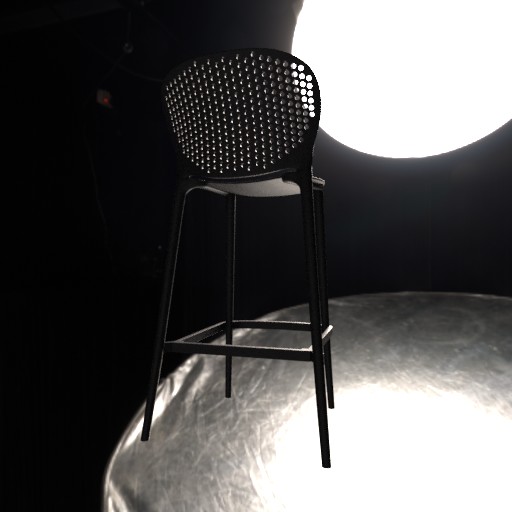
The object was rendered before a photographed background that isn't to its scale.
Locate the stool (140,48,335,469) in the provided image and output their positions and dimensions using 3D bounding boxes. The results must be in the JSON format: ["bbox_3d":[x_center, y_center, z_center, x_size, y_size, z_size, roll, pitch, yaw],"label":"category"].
[{"bbox_3d":[0.000,0.000,1.377,0.536,1.045,0.535,-1,-2,19],"label":"stool"}]
